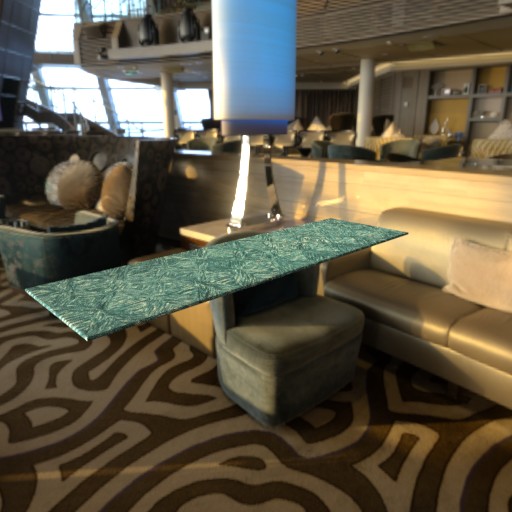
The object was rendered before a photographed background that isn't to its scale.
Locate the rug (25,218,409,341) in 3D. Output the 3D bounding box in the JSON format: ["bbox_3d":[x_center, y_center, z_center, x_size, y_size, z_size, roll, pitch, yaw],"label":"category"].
[{"bbox_3d":[0.000,0.000,2.552,2.286,0.016,0.676,-15,23,-41],"label":"rug"}]
